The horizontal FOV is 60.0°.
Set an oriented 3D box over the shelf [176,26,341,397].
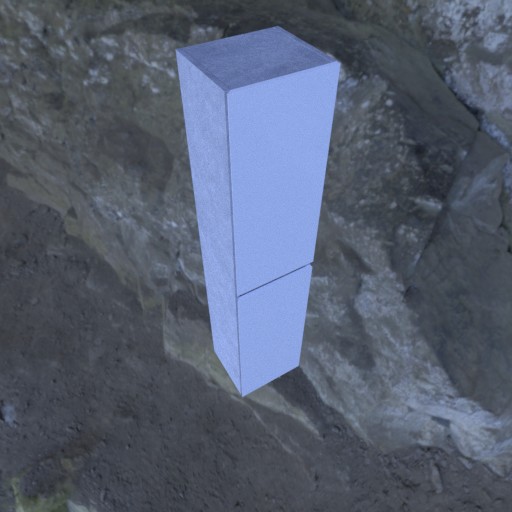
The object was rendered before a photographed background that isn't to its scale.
[{"bbox_3d":[0.000,0.000,1.573,0.300,1.400,0.270,-23,51,-21],"label":"shelf"}]
